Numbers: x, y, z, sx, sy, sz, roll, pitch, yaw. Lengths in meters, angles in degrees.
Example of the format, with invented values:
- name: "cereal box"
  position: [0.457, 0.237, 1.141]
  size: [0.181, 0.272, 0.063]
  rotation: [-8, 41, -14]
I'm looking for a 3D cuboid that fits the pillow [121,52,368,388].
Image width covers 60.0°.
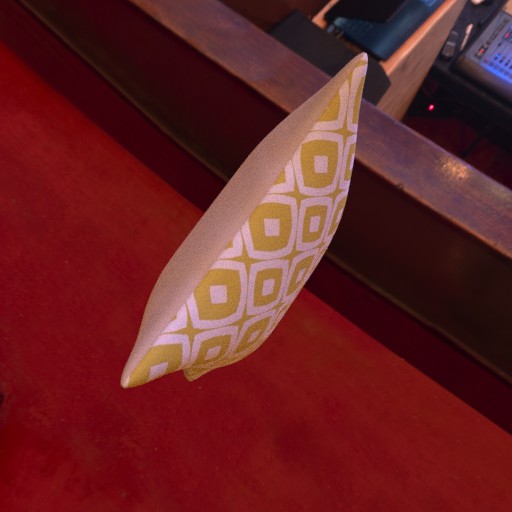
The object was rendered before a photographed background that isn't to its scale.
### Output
- name: "pillow"
  position: [0.000, 0.000, 0.758]
  size: [0.188, 0.494, 0.504]
  rotation: [33, 78, 8]
